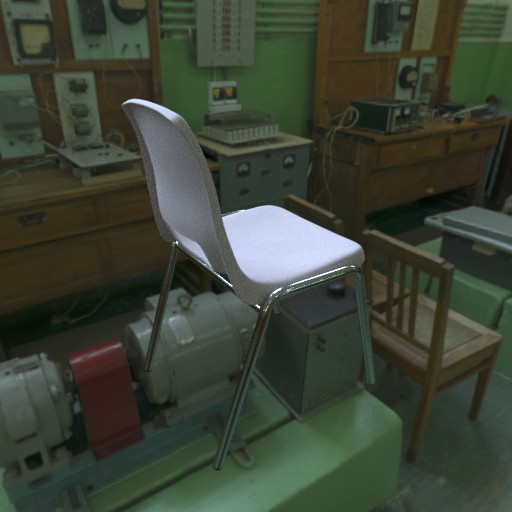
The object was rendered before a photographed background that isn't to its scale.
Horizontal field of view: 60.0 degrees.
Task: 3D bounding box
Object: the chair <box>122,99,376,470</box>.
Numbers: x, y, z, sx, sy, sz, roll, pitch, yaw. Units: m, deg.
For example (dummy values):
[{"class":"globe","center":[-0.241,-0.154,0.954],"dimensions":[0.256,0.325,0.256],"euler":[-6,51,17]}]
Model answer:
[{"class":"chair","center":[0.000,0.000,0.934],"dimensions":[0.436,0.653,0.381],"euler":[-18,32,-31]}]
